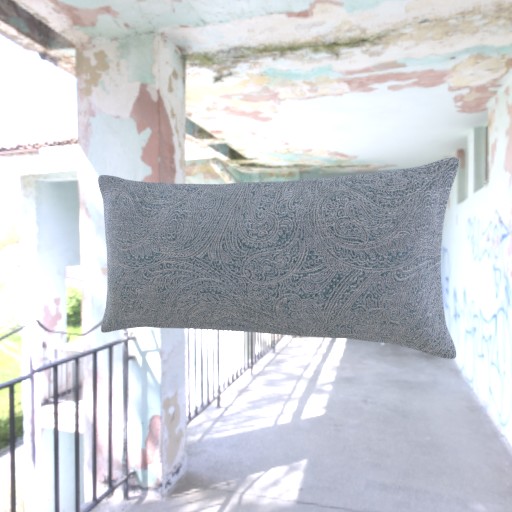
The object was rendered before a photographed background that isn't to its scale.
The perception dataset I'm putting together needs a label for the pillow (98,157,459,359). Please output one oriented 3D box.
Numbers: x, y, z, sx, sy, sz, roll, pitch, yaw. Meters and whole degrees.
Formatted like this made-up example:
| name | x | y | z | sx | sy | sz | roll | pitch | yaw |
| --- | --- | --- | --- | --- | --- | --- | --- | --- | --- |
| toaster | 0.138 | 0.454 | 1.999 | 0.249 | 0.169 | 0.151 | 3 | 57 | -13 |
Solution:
| name | x | y | z | sx | sy | sz | roll | pitch | yaw |
| --- | --- | --- | --- | --- | --- | --- | --- | --- | --- |
| pillow | 0.000 | 0.000 | 0.739 | 0.615 | 0.295 | 0.151 | 1 | 2 | 18 |
